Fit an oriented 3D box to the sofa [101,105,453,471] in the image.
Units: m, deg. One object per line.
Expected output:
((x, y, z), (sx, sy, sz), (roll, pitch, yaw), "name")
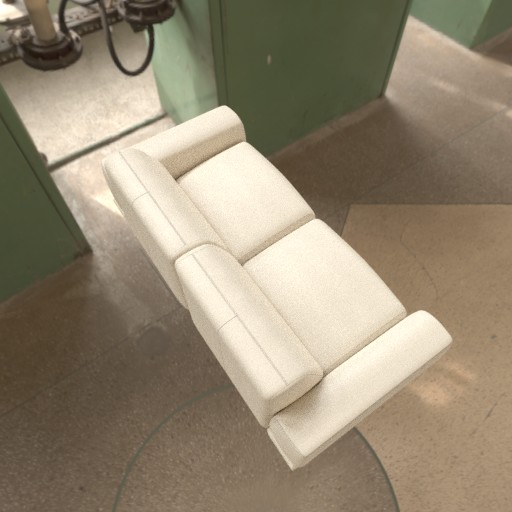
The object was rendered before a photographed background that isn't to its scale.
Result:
((0.000, 0.000, 2.362), (0.900, 0.772, 1.901), (-30, 63, -17), "sofa")
